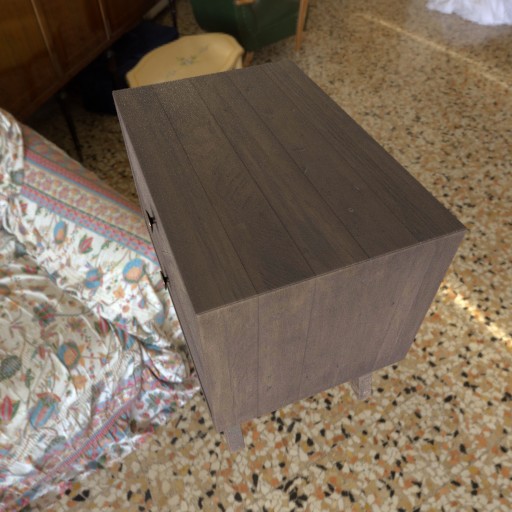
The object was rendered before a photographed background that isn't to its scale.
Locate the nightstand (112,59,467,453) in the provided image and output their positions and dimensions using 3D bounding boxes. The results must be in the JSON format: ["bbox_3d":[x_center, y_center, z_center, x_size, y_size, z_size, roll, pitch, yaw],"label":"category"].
[{"bbox_3d":[0.000,0.000,1.053,0.450,0.599,0.650,-16,49,-15],"label":"nightstand"}]
